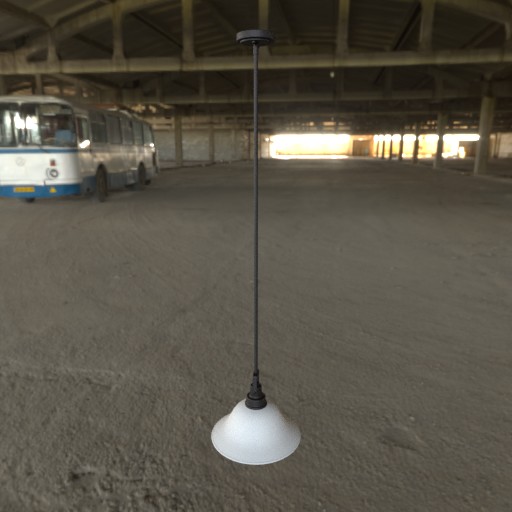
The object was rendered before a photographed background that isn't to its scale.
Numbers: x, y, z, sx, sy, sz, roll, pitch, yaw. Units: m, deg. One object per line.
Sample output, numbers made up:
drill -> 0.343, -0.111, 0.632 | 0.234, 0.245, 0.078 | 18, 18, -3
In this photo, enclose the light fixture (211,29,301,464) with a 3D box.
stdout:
light fixture -> 0.000, 0.000, 1.458 | 0.324, 1.337, 0.324 | 2, 14, 9
